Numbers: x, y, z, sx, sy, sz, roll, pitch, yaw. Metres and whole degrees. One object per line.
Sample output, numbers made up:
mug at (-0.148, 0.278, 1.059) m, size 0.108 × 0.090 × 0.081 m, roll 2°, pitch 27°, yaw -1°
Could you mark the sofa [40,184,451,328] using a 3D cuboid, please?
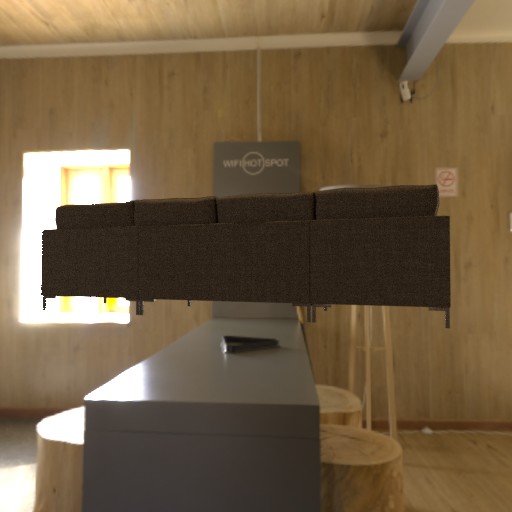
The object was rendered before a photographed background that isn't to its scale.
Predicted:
sofa at (0.000, 0.000, 4.360) m, size 3.423 × 0.999 × 2.048 m, roll 0°, pitch -1°, yaw 19°
